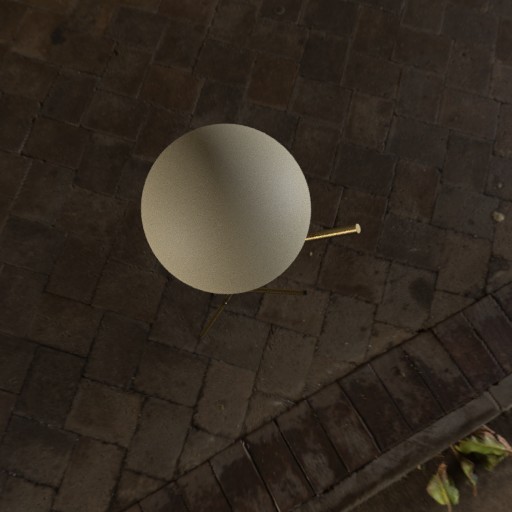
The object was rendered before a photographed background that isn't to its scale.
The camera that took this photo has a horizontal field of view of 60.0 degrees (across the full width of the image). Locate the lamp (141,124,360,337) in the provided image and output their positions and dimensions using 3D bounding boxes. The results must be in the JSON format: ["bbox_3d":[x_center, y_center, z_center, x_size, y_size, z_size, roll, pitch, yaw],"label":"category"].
[{"bbox_3d":[0.000,0.000,0.671,0.251,0.552,0.210,3,75,1],"label":"lamp"}]
